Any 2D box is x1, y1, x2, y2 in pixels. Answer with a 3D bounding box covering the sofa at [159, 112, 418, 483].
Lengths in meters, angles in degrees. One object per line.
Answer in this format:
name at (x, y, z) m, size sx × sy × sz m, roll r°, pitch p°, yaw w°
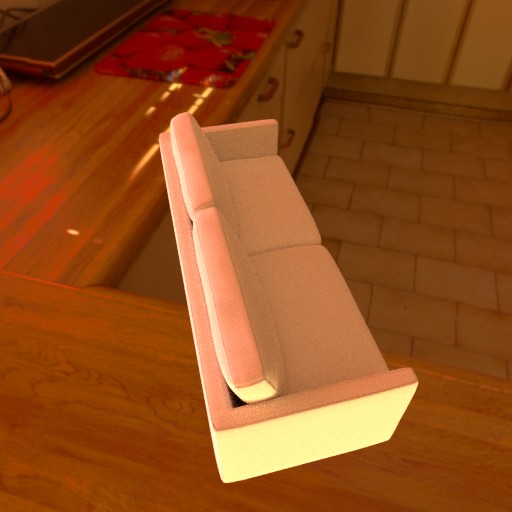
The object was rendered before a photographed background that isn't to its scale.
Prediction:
sofa at (0.000, 0.000, 2.826) m, size 0.951 × 0.962 × 2.361 m, roll -10°, pitch 47°, yaw -10°
